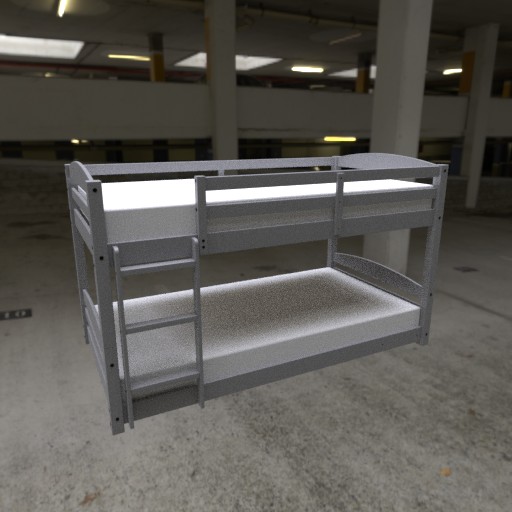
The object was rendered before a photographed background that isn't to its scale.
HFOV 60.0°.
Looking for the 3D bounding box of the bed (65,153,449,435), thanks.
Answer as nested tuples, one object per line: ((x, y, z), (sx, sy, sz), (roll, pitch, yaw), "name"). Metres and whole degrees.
((0.000, 0.000, 2.766), (2.013, 1.206, 1.105), (-8, 18, -26), "bed")
